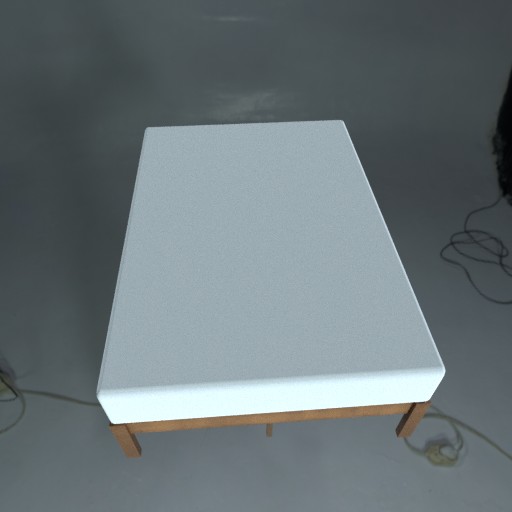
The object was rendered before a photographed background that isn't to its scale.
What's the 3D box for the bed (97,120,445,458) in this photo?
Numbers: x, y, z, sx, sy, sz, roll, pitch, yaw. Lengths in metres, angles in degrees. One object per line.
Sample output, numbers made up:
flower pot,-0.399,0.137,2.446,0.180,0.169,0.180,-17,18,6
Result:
bed,0.000,0.000,2.544,1.348,0.616,1.927,-3,46,-3
